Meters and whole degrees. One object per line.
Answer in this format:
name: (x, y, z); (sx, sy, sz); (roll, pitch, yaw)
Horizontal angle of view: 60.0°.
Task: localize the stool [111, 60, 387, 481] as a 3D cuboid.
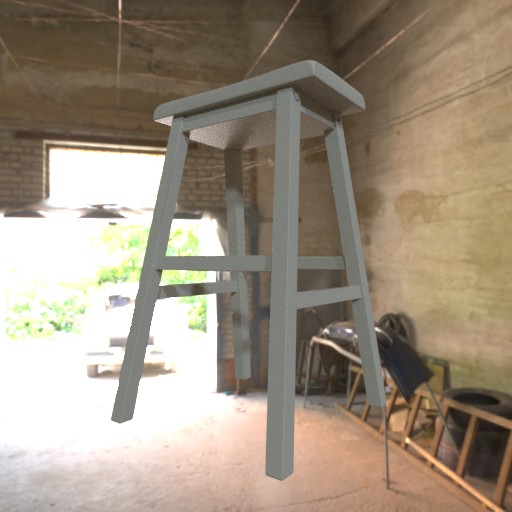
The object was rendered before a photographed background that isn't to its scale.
stool: (0.000, 0.000, 1.049); (0.457, 0.737, 0.476); (0, -1, 36)
